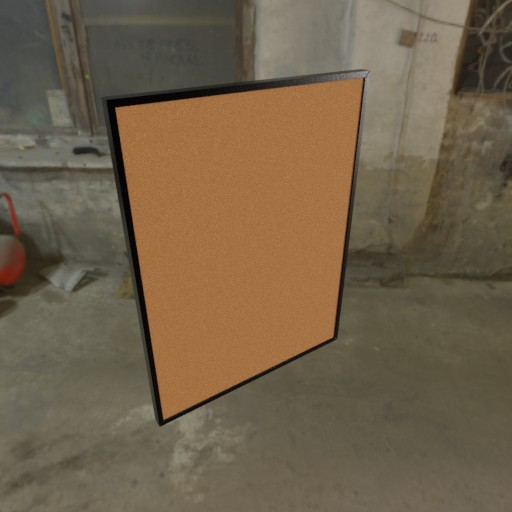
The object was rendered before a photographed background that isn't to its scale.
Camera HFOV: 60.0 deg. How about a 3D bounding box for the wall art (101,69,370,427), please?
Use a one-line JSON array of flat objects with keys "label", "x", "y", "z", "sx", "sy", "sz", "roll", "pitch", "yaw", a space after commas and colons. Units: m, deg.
[{"label": "wall art", "x": 0.000, "y": 0.000, "z": 1.434, "sx": 0.805, "sy": 1.062, "sz": 0.040, "roll": -18, "pitch": 35, "yaw": -28}]
